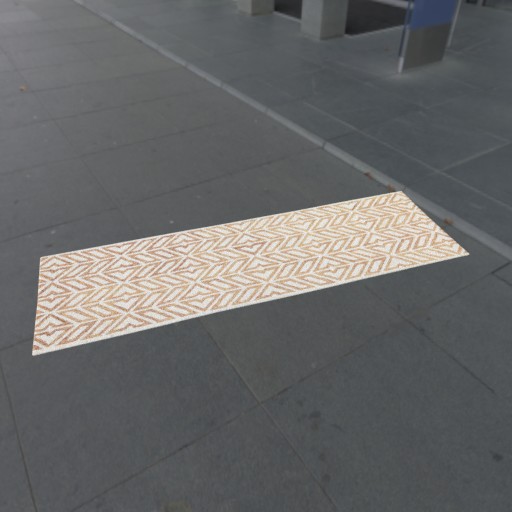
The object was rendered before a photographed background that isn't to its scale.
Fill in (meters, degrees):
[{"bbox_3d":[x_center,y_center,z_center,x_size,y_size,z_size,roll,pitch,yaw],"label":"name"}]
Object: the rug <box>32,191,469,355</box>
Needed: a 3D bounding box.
[{"bbox_3d":[0.000,0.000,2.631,2.435,0.009,0.750,-12,41,-14],"label":"rug"}]
